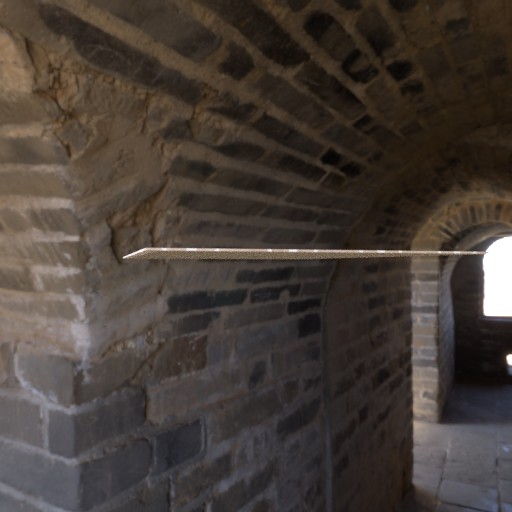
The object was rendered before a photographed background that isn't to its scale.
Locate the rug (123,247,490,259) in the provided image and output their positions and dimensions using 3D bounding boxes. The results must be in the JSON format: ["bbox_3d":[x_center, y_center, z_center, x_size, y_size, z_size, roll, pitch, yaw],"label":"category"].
[{"bbox_3d":[0.000,0.000,2.772,1.524,0.010,2.134,0,-1,-19],"label":"rug"}]
